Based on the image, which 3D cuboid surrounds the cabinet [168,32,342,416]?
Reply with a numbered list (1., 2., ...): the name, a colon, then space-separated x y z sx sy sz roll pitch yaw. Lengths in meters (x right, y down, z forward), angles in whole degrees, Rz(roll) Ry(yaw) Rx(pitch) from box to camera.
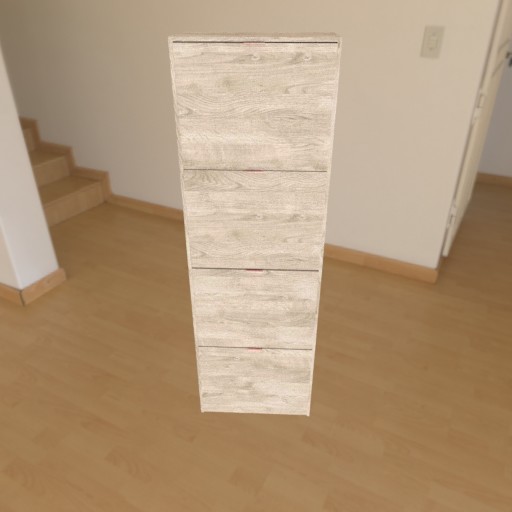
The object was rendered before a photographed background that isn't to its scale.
1. cabinet: 0.000 0.000 1.819 0.520 1.630 0.250 1 30 2
